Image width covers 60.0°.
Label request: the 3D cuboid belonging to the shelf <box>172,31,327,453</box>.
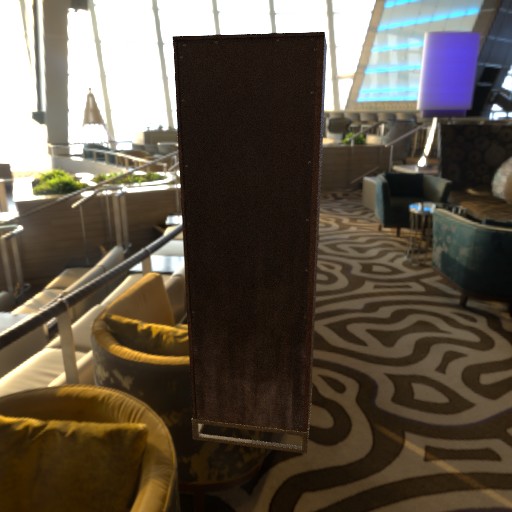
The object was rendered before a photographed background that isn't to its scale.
[{"bbox_3d":[0.000,0.000,1.972,0.539,1.732,0.395,3,18,9],"label":"shelf"}]
